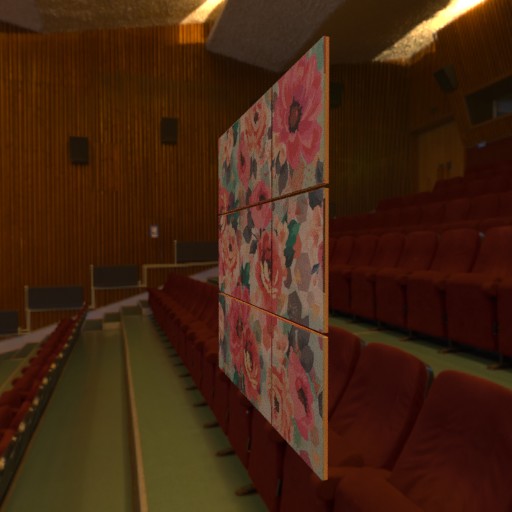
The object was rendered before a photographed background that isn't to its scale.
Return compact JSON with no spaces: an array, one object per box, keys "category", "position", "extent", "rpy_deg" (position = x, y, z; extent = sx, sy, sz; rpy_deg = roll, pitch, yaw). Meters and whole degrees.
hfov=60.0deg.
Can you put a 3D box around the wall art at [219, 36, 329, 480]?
[{"category":"wall art","position":[0.000,0.000,1.341],"extent":[0.012,0.910,0.911],"rpy_deg":[0,1,-18]}]
